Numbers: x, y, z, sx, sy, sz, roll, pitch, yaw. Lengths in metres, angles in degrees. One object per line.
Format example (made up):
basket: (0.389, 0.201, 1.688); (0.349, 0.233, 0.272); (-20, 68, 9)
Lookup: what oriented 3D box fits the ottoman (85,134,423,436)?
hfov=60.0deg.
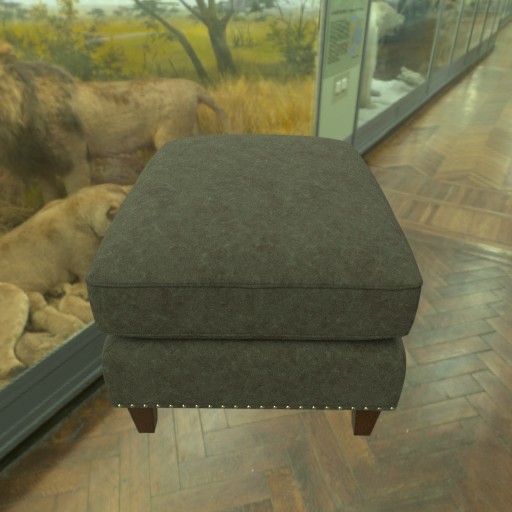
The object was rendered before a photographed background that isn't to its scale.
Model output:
ottoman: (0.000, 0.000, 1.128); (0.584, 0.513, 0.741); (0, 32, 1)
